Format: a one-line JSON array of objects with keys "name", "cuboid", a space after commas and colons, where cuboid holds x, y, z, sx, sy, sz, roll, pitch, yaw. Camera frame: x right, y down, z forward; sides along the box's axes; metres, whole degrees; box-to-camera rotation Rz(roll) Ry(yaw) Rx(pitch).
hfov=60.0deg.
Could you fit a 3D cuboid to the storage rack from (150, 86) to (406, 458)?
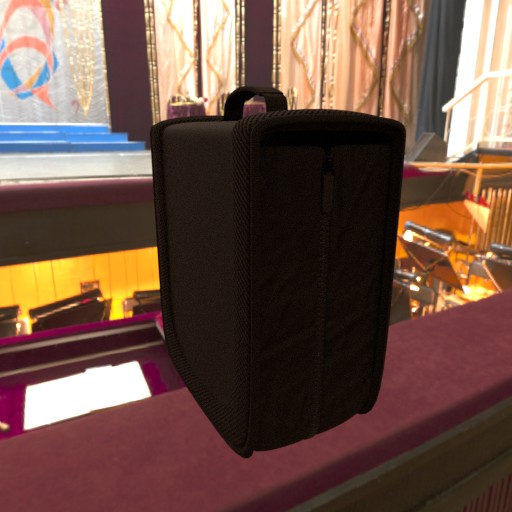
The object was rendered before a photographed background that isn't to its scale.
[{"name": "storage rack", "cuboid": [0.000, 0.000, 0.541, 0.168, 0.387, 0.297, -8, 18, -27]}]
